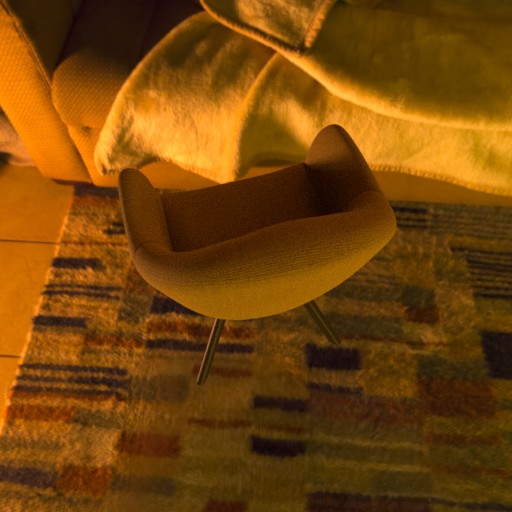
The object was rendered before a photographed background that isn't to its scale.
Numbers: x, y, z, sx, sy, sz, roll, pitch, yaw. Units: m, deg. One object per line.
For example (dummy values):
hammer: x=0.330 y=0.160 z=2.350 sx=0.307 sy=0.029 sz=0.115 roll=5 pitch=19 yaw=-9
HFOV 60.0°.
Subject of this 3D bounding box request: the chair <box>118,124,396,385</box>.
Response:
chair: x=0.000 y=0.000 z=1.193 sx=0.590 sy=0.795 sz=0.550 roll=-14 pitch=60 yaw=-8
